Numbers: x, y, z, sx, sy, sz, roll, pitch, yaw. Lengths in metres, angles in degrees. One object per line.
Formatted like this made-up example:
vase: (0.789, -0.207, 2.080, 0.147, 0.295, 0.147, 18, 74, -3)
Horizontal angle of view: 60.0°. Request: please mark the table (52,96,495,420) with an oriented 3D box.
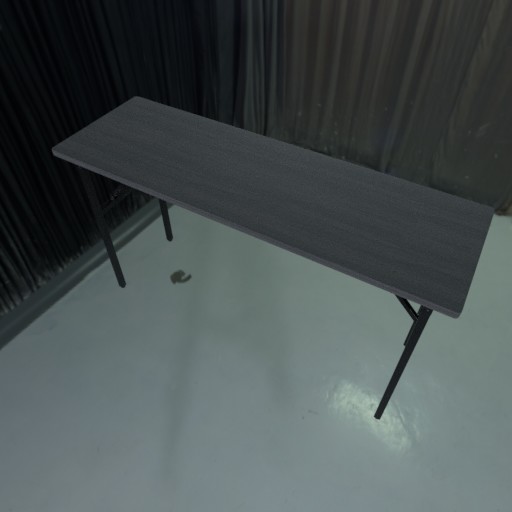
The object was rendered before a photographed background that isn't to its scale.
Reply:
table: (0.000, 0.000, 1.709, 1.399, 0.750, 0.449, 23, 51, 20)
